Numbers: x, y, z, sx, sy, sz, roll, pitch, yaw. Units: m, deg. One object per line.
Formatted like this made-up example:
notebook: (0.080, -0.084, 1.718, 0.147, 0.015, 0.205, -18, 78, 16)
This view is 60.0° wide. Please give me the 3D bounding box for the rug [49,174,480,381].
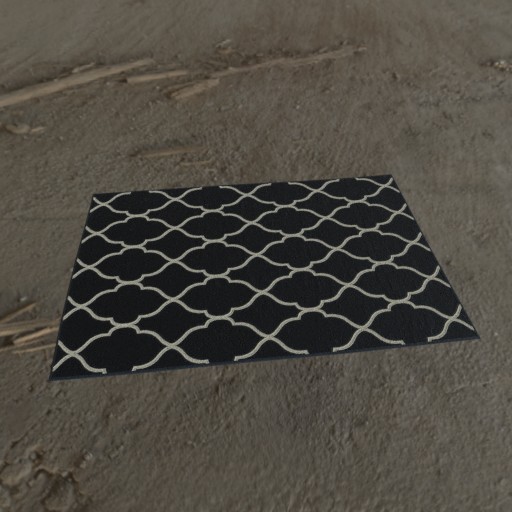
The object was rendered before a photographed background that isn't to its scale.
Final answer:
rug: (0.000, 0.000, 2.839, 2.290, 0.014, 1.526, -5, 46, -4)
